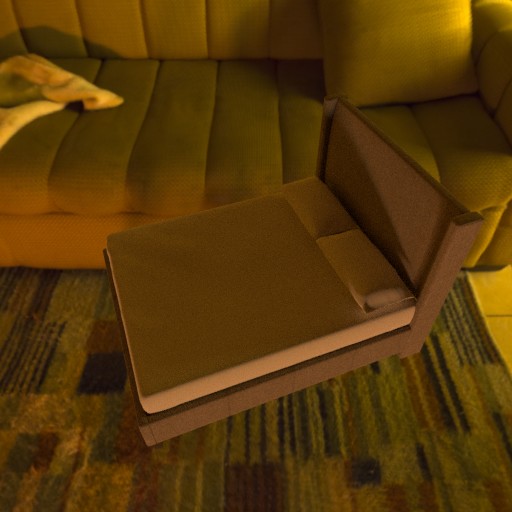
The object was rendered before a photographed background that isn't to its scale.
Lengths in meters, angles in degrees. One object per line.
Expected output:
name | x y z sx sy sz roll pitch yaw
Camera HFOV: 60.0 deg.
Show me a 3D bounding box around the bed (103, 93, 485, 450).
bed | 0.000 0.000 3.398 2.245 1.481 1.714 -15 48 -14
